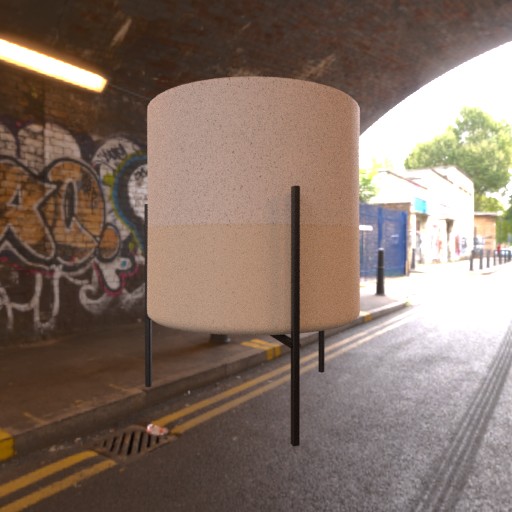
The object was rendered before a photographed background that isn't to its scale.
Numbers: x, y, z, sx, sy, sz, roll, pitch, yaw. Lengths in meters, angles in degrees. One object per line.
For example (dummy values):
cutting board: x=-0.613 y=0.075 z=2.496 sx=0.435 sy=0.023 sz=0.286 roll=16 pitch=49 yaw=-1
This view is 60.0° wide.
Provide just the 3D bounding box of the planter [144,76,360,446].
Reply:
planter: x=0.000 y=0.000 z=0.656 sx=0.313 sy=0.423 sz=0.335 roll=0 pitch=1 yaw=-16
